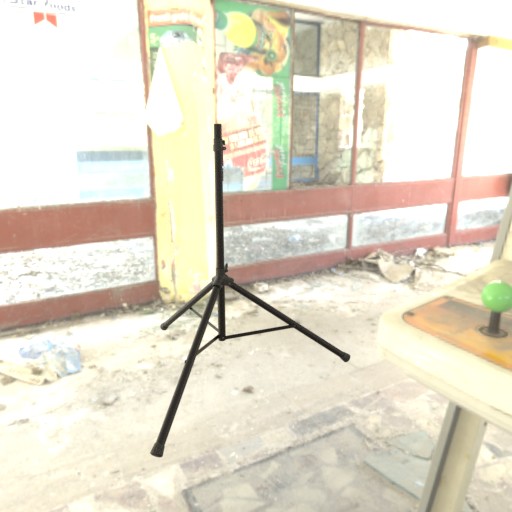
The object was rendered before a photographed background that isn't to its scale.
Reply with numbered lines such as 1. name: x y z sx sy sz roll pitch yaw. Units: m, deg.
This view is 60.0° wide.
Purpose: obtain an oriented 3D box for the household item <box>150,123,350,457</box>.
1. household item: 0.000 0.000 2.794 1.339 1.595 1.596 -2 15 -9
